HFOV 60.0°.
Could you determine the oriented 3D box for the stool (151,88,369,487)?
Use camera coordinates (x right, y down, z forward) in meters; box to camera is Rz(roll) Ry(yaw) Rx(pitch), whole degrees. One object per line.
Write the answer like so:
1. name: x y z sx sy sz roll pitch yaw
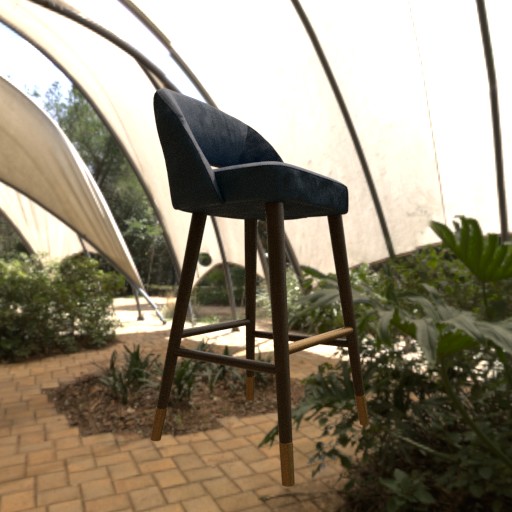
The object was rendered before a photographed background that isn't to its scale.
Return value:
1. stool: 0.000 0.000 1.302 0.515 1.016 0.514 -1 -1 35
